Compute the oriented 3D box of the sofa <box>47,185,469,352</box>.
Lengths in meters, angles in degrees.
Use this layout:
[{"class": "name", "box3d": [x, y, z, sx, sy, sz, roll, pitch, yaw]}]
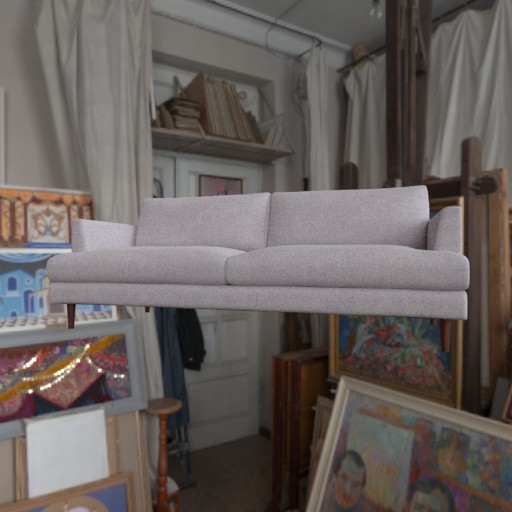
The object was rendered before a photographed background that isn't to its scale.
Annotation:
[{"class": "sofa", "box3d": [0.000, 0.000, 2.706, 2.250, 0.868, 1.020, 0, 0, 18]}]
